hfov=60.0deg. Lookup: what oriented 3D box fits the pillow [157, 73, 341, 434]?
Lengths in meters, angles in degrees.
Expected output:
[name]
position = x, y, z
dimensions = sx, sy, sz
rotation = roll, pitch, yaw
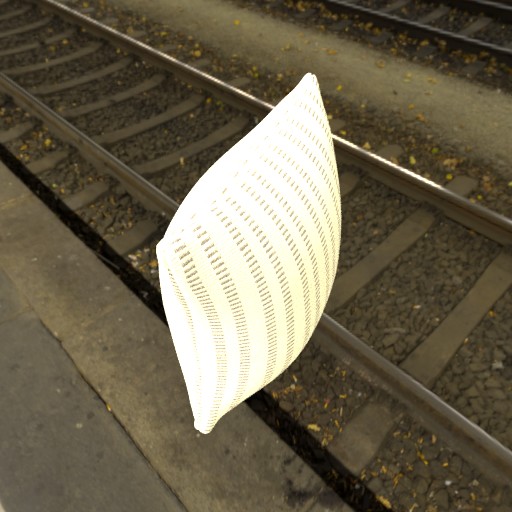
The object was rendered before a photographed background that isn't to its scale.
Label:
[pillow]
position = 0.000, 0.000, 0.703
dimensions = 0.247, 0.419, 0.438
rotation = 18, 49, 17
